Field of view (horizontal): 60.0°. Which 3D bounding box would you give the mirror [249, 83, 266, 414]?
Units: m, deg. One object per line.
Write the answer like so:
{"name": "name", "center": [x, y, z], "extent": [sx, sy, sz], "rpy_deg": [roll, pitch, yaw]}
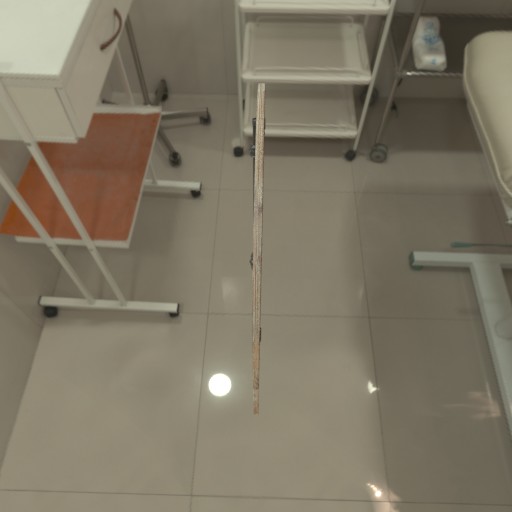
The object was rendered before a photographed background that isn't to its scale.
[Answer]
{"name": "mirror", "center": [0.000, 0.000, 1.164], "extent": [0.032, 0.915, 0.609], "rpy_deg": [1, 59, 1]}
